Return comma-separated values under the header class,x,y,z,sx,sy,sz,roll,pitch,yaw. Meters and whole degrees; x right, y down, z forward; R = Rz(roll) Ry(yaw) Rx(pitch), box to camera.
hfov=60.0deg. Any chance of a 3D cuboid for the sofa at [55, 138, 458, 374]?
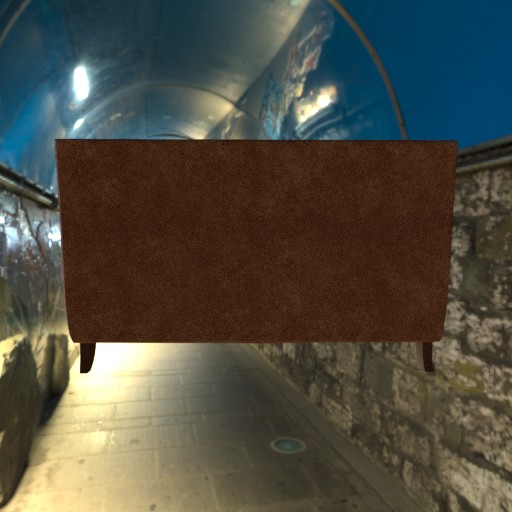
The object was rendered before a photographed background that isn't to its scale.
class,x,y,z,sx,sy,sz,roll,pitch,yaw
sofa,0.000,0.000,2.003,1.473,0.871,0.787,0,1,-1
